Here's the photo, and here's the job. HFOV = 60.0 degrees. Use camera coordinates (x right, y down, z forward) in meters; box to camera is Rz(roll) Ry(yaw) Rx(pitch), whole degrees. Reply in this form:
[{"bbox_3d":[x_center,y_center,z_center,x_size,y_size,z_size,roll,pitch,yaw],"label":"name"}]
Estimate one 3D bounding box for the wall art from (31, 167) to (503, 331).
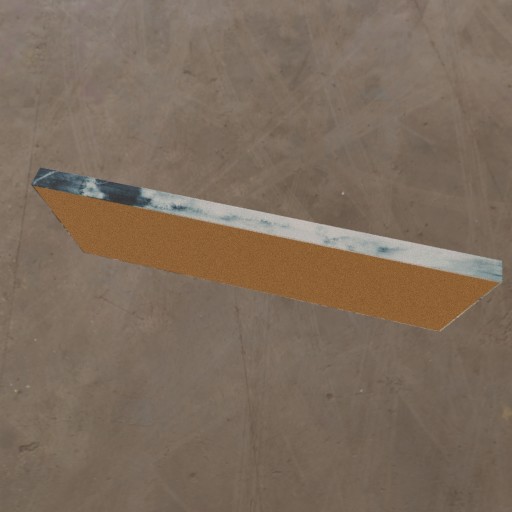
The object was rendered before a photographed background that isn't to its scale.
[{"bbox_3d":[0.000,0.000,0.815,0.759,0.251,0.037,12,64,6],"label":"wall art"}]
